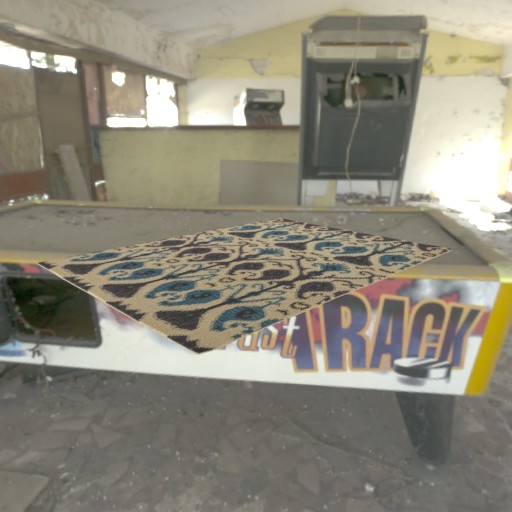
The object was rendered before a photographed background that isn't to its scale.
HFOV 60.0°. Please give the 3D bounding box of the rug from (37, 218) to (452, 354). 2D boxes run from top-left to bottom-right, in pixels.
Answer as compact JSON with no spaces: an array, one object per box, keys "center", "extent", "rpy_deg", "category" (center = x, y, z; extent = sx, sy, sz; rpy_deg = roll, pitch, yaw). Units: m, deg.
[{"center":[0.000,0.000,4.284],"extent":[3.228,0.024,2.443],"rpy_deg":[-14,21,-42],"category":"rug"}]
